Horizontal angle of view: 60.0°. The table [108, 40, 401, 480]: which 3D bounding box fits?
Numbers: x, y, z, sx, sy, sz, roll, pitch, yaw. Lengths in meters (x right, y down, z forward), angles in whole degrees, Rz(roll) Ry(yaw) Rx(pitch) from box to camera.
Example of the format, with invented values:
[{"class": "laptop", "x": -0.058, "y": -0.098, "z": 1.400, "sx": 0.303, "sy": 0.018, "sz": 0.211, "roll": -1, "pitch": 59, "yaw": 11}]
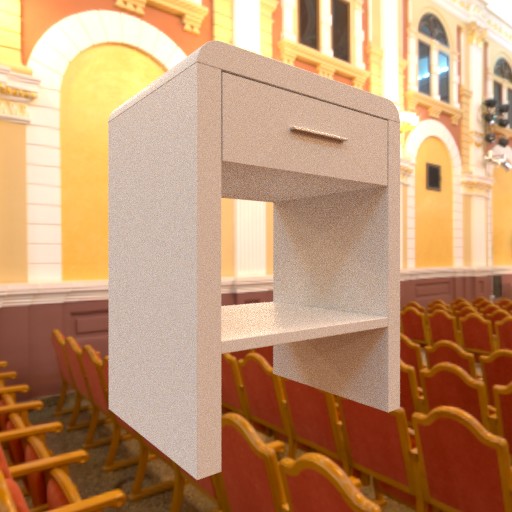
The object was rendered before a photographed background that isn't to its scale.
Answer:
[{"class": "table", "x": 0.000, "y": 0.000, "z": 0.852, "sx": 0.450, "sy": 0.590, "sz": 0.350, "roll": 0, "pitch": 0, "yaw": -37}]
